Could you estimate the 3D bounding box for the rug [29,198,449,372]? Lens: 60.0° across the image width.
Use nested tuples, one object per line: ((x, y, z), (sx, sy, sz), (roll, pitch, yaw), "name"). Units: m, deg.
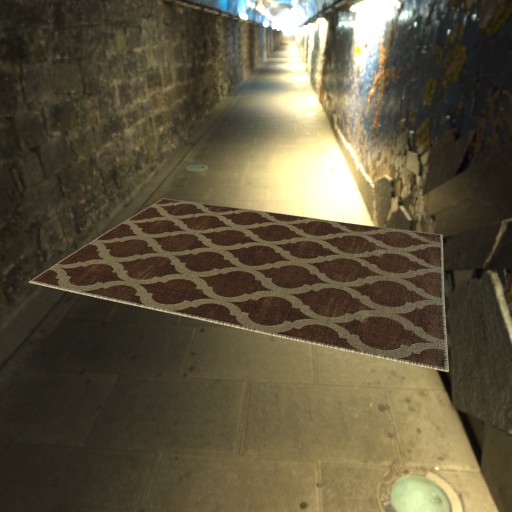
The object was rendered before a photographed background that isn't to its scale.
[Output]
((0.000, 0.000, 2.869), (2.284, 0.008, 1.522), (9, 28, 17), "rug")
